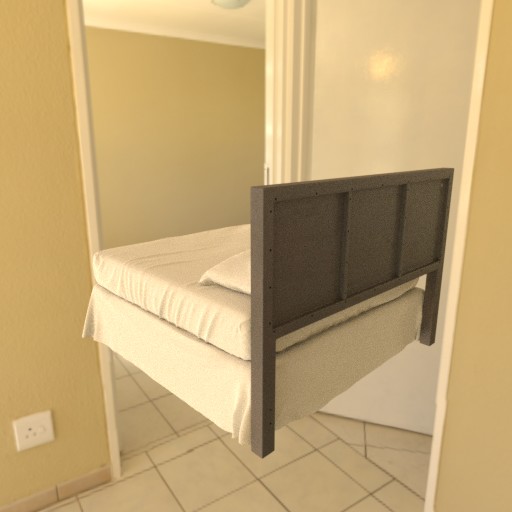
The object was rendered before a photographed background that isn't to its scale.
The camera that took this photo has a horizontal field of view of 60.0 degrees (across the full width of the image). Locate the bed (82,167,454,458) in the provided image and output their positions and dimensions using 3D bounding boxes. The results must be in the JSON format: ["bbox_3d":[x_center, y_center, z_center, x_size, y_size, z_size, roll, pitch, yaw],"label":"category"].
[{"bbox_3d":[0.000,0.000,2.897,1.772,1.142,1.785,-14,20,-42],"label":"bed"}]
